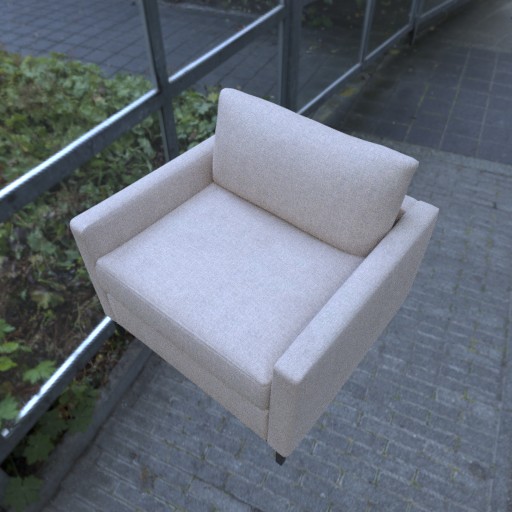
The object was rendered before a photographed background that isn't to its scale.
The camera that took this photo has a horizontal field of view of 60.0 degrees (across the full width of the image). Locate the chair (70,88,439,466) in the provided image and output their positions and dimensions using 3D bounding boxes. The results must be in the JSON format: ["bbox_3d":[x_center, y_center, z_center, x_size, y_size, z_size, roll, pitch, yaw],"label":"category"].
[{"bbox_3d":[0.000,0.000,1.616,0.963,0.861,0.866,30,52,26],"label":"chair"}]
